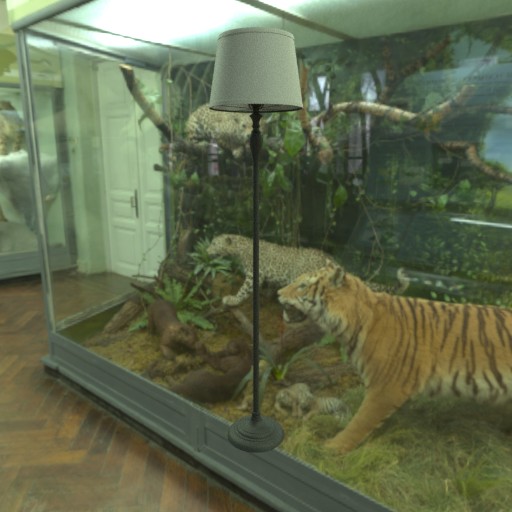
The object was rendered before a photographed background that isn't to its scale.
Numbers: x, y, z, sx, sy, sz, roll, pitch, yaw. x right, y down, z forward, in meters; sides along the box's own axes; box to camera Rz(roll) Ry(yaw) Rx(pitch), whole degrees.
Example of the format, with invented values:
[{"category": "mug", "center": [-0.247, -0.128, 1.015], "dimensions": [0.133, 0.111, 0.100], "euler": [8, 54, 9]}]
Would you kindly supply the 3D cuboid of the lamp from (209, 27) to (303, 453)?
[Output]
[{"category": "lamp", "center": [0.000, 0.000, 1.659], "dimensions": [0.327, 1.506, 0.327], "euler": [2, 13, 9]}]
